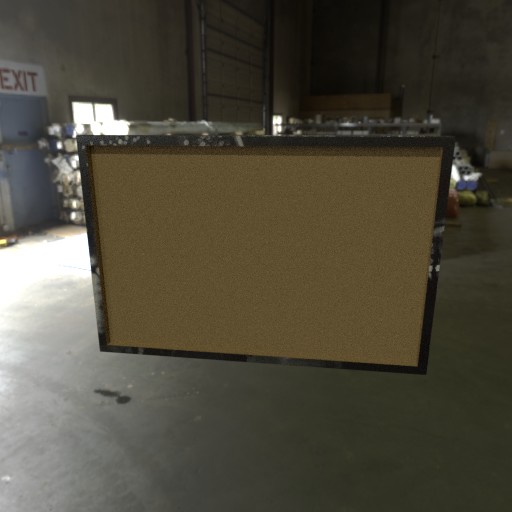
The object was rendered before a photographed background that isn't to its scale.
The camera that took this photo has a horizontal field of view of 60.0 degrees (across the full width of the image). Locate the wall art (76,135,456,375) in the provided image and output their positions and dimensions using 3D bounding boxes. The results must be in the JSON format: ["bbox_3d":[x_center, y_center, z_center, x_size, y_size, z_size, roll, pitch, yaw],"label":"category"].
[{"bbox_3d":[0.000,0.000,1.161,0.914,0.609,0.038,2,17,8],"label":"wall art"}]
